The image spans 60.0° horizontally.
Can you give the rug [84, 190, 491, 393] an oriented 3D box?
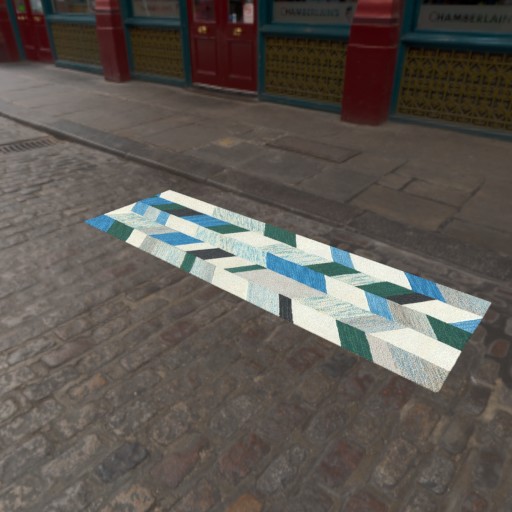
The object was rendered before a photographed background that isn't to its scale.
[{"bbox_3d":[0.000,0.000,2.629,2.437,0.008,0.774,22,36,34],"label":"rug"}]
